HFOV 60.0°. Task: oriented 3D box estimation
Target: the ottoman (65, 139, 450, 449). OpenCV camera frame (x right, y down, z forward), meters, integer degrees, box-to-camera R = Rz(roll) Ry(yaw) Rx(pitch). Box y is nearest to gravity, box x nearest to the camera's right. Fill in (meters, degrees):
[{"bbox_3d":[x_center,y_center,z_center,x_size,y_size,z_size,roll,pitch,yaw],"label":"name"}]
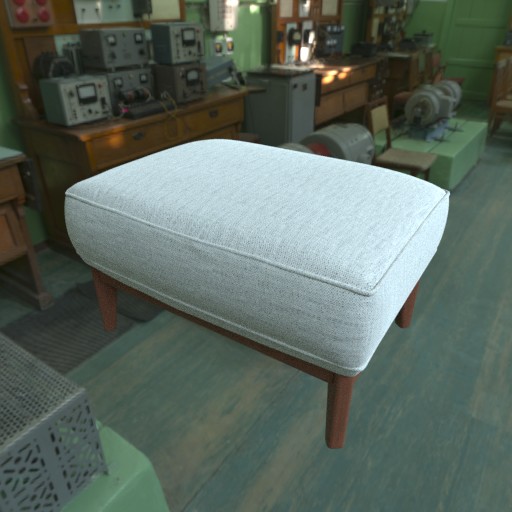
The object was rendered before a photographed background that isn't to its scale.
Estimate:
[{"bbox_3d":[0.000,0.000,1.145,0.794,0.465,0.594,18,35,28],"label":"ottoman"}]
